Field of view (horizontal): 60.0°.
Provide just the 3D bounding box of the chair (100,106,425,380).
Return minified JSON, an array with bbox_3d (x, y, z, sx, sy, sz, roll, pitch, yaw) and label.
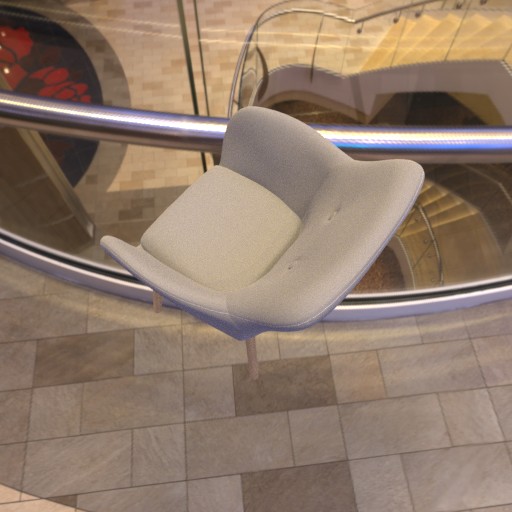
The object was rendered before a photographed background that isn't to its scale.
[{"bbox_3d":[0.000,0.000,1.223,0.590,0.830,0.570,34,68,16],"label":"chair"}]
